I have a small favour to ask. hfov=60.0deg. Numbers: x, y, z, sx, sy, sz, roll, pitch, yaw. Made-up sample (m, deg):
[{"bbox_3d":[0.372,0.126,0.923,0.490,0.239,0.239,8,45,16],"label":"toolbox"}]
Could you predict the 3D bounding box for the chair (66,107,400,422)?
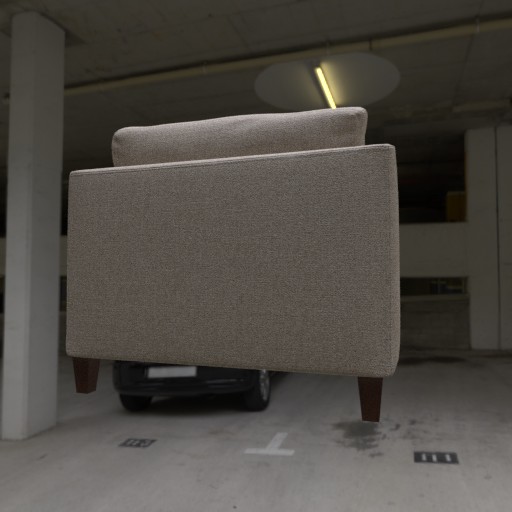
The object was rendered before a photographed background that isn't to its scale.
[{"bbox_3d":[0.000,0.000,1.801,1.107,0.961,0.959,-1,-2,18],"label":"chair"}]
